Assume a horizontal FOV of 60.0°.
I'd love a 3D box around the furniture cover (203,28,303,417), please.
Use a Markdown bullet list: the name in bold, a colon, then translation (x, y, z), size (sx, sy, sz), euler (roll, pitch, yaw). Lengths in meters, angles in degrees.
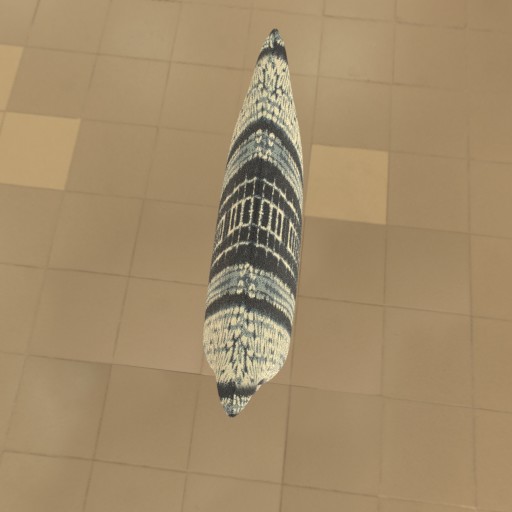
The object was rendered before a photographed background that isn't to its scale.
- **furniture cover**: translation (0.000, 0.000, 0.659), size (0.133, 0.435, 0.425), euler (6, 75, 2)
